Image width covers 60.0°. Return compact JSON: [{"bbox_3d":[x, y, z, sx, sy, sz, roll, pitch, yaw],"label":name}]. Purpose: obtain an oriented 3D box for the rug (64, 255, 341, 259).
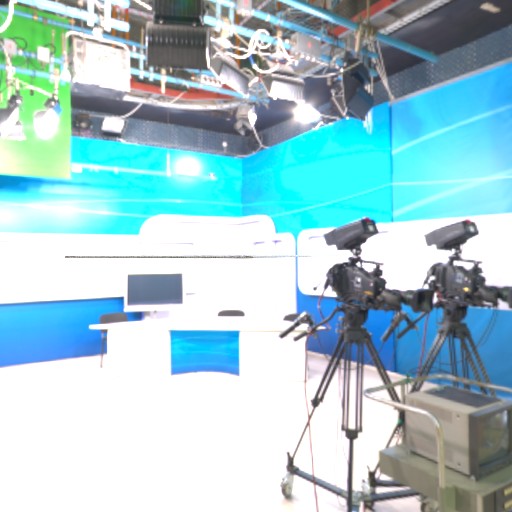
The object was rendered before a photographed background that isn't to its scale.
[{"bbox_3d":[0.000,0.000,2.021,0.562,0.009,1.824,0,0,17],"label":"rug"}]
